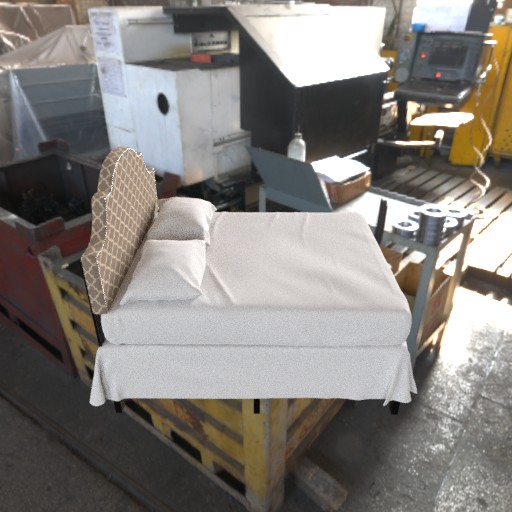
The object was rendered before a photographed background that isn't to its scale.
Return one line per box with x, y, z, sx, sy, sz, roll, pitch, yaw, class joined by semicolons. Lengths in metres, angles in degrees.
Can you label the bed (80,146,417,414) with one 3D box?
0.000;0.000;3.389;2.222;1.633;1.780;0;30;0;bed
